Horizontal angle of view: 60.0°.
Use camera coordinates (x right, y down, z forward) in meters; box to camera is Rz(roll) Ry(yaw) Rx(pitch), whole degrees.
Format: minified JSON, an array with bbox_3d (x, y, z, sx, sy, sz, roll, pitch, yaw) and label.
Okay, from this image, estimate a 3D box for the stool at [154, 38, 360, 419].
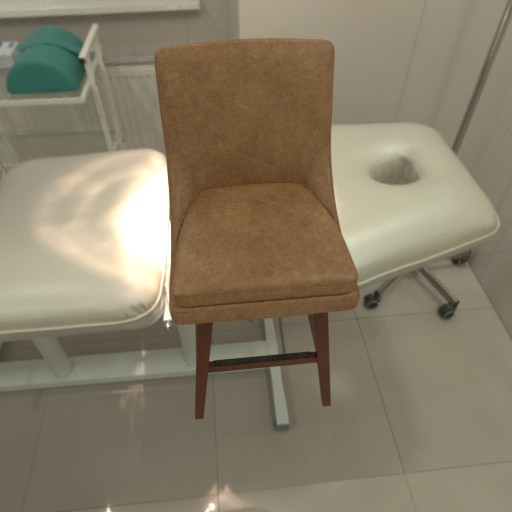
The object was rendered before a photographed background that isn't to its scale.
[{"bbox_3d":[0.000,0.000,1.361,0.487,1.079,0.572,-4,48,-4],"label":"stool"}]
